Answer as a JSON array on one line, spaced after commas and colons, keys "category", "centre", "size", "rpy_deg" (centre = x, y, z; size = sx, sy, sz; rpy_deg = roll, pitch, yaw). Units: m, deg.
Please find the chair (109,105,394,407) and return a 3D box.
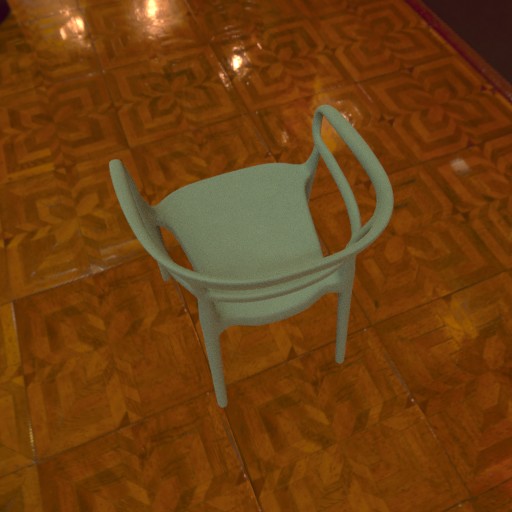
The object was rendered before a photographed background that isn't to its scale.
[{"category": "chair", "centre": [0.000, 0.000, 1.160], "size": [0.559, 0.761, 0.527], "rpy_deg": [-18, 61, -10]}]
